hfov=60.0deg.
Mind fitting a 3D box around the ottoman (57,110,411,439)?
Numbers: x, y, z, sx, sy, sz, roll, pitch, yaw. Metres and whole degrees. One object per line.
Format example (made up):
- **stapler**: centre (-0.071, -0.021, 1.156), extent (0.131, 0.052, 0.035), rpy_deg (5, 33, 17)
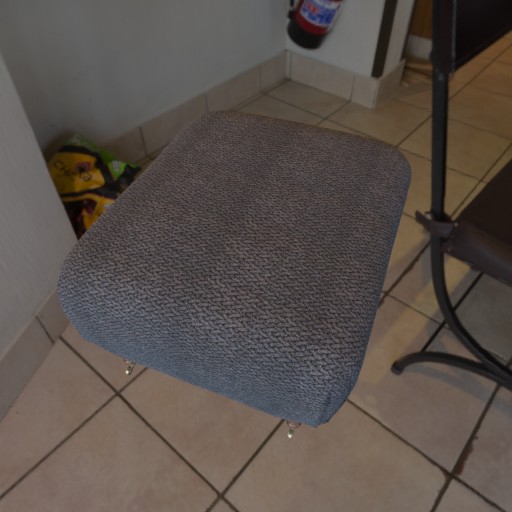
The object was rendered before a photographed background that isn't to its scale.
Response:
- **ottoman**: centre (0.000, 0.000, 1.112), extent (0.622, 0.450, 0.747), rpy_deg (16, 49, 15)
